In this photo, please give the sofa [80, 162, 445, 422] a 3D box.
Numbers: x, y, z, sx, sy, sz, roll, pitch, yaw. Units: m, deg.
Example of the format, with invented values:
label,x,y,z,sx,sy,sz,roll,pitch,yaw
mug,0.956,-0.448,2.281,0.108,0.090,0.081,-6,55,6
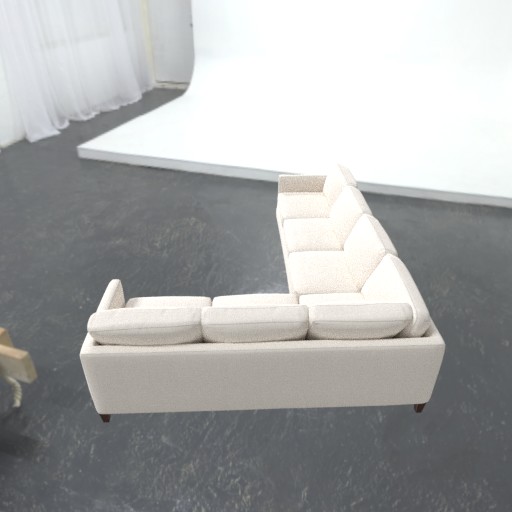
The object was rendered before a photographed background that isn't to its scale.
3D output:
label,x,y,z,sx,sy,sz,roll,pitch,yaw
sofa,0.000,0.000,4.563,2.593,0.947,3.302,-1,32,-2
